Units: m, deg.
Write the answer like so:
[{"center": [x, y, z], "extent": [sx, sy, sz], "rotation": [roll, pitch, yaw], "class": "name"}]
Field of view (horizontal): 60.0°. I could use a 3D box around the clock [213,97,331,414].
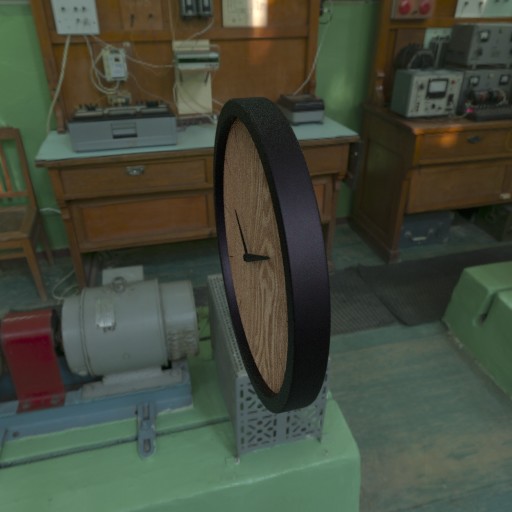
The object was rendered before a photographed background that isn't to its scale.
[{"center": [0.000, 0.000, 0.465], "extent": [0.029, 0.314, 0.314], "rotation": [-8, 32, -13], "class": "clock"}]
